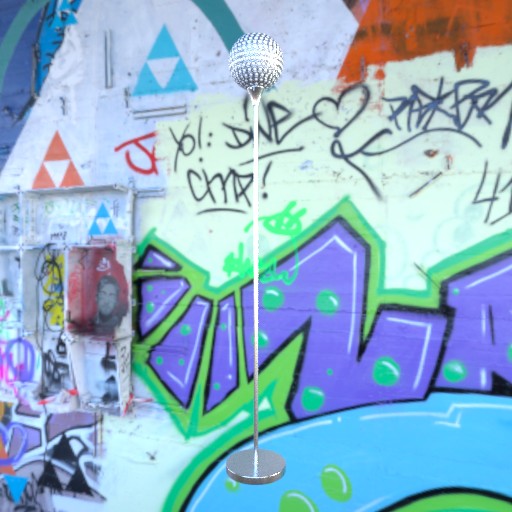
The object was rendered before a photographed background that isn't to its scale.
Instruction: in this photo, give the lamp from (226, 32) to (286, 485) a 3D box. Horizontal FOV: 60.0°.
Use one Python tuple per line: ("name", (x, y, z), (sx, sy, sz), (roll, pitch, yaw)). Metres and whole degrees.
("lamp", (0.000, 0.000, 1.864), (0.254, 1.805, 0.254), (0, 1, 0))
